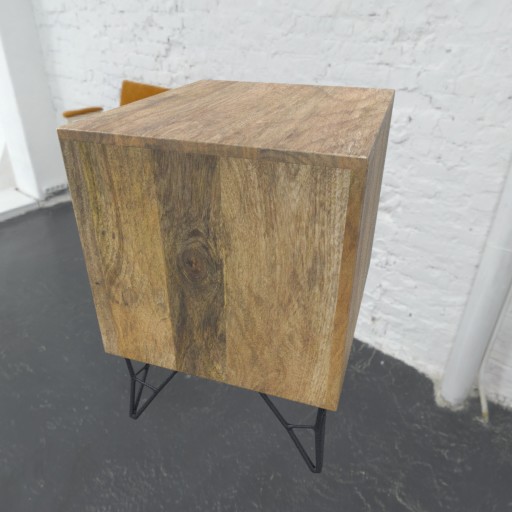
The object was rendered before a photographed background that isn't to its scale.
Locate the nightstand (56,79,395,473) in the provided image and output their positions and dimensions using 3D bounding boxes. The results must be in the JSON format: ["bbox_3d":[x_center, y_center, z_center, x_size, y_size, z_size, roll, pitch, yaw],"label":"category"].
[{"bbox_3d":[0.000,0.000,0.849,0.406,0.559,0.457,9,31,16],"label":"nightstand"}]
